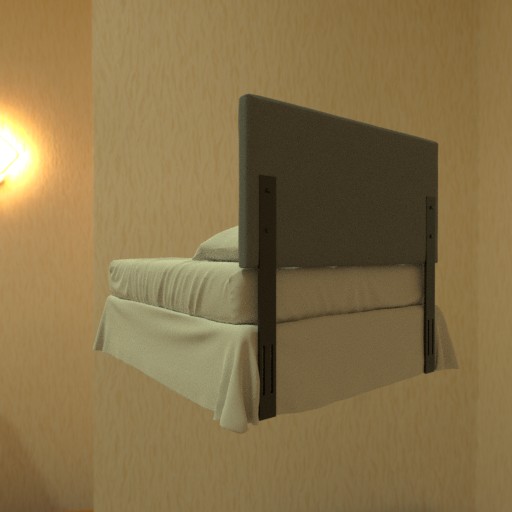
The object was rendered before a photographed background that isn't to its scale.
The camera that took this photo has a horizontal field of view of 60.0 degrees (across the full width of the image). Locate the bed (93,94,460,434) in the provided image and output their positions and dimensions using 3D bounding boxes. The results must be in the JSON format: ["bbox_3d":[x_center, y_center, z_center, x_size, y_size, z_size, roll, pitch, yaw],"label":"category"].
[{"bbox_3d":[0.000,0.000,3.394,1.936,1.577,2.222,0,1,-36],"label":"bed"}]
